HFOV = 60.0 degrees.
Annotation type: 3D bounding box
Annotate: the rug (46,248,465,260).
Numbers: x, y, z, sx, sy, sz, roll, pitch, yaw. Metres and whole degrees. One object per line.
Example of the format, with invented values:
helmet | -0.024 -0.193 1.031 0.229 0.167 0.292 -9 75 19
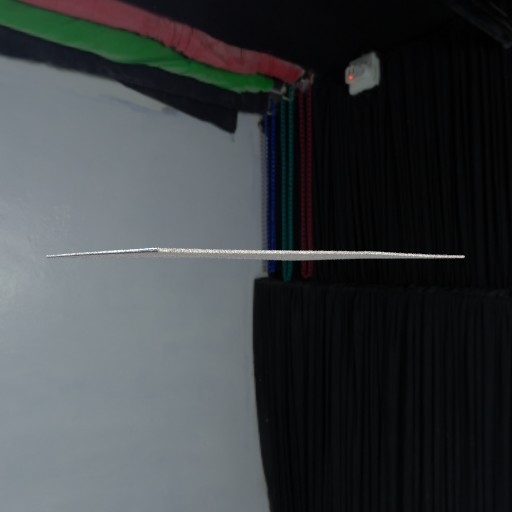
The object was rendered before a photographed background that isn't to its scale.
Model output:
rug | 0.000 0.000 5.005 3.778 0.053 2.873 1 -1 -38
